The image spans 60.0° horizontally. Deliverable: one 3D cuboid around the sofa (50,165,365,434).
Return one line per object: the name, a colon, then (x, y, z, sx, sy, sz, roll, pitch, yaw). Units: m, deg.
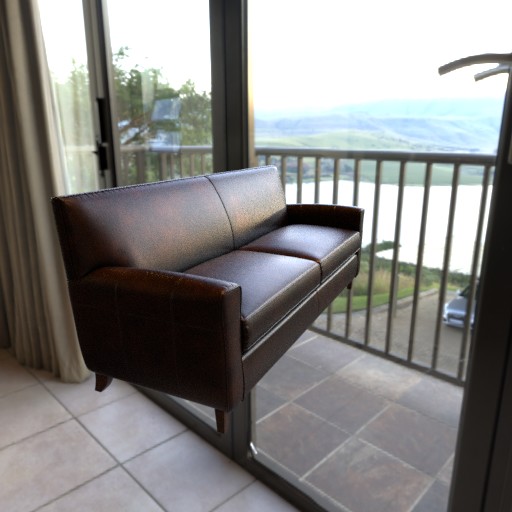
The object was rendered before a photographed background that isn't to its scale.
sofa: (0.000, 0.000, 2.502, 0.786, 0.871, 1.995, 8, 17, 26)
